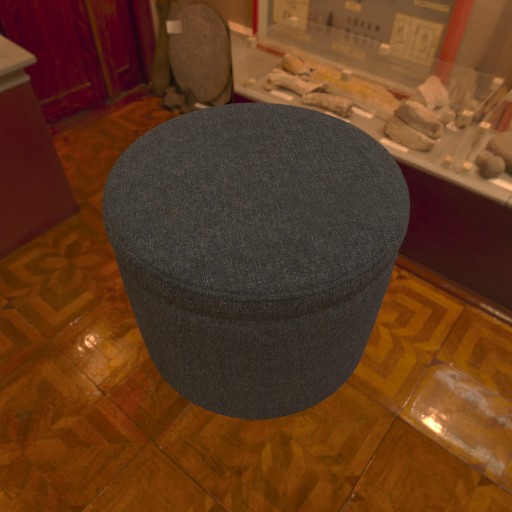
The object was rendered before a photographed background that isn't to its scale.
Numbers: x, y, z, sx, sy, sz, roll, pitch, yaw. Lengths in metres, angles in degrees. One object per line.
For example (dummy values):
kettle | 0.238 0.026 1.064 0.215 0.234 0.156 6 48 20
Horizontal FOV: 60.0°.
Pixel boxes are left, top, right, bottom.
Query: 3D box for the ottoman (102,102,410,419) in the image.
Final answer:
ottoman | 0.000 0.000 0.895 0.520 0.430 0.520 0 48 0
